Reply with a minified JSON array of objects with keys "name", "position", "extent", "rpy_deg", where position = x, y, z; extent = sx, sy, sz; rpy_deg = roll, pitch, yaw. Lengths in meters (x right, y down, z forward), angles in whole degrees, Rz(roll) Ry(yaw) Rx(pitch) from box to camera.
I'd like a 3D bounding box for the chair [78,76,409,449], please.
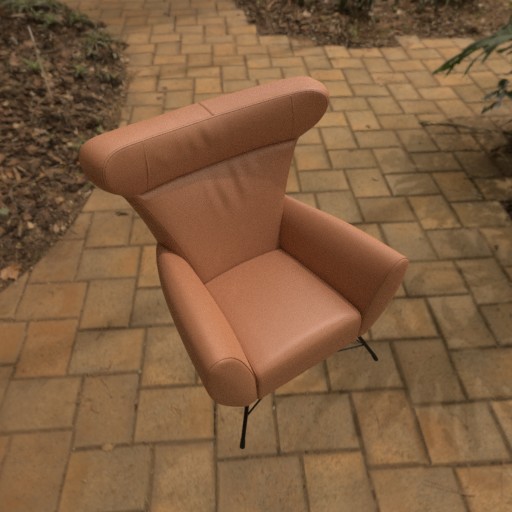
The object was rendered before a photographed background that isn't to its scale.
[{"name":"chair","position":[0.000,0.000,1.786],"extent":[0.980,1.050,0.900],"rpy_deg":[-25,52,-22]}]
